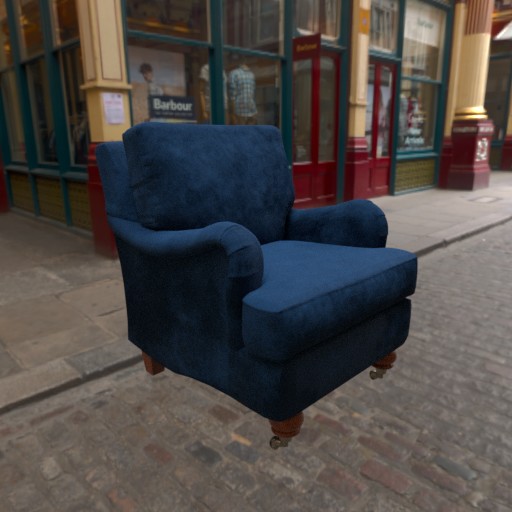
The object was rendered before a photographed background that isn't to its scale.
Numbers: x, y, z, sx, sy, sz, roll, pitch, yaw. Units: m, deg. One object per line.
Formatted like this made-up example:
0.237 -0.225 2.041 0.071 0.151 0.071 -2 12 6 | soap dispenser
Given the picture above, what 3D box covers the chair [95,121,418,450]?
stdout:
0.000 0.000 1.859 0.895 1.076 1.078 -14 21 -43 | chair
